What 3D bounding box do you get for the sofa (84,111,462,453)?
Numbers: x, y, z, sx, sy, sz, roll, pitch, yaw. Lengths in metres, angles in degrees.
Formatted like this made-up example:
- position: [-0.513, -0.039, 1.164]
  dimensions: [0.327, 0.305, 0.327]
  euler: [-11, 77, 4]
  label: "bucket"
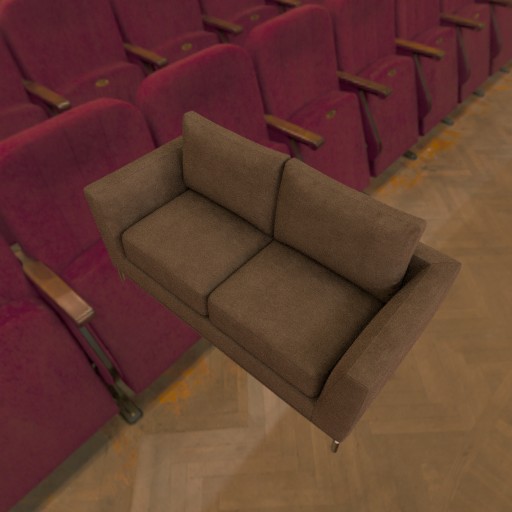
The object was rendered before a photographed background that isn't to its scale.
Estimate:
- position: [0.000, 0.000, 2.417]
  dimensions: [1.832, 1.013, 0.855]
  euler: [32, 54, 27]
  label: "sofa"
